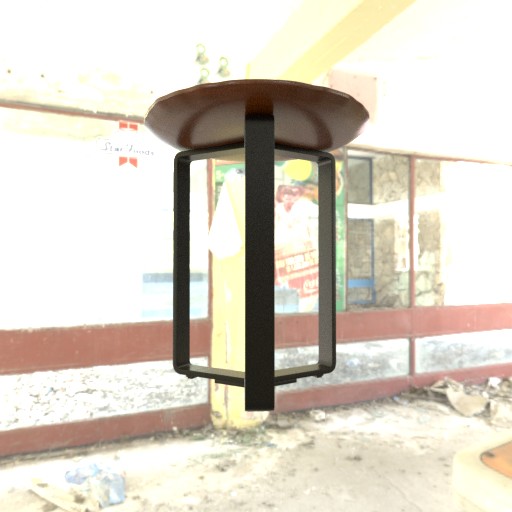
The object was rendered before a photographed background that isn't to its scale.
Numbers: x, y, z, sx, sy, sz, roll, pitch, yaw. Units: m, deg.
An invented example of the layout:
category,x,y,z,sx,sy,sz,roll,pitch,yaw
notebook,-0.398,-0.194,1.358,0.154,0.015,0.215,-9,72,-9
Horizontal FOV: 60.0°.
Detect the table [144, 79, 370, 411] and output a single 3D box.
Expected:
category,x,y,z,sx,sy,sz,roll,pitch,yaw
table,0.000,0.000,0.772,0.380,0.450,0.410,0,-1,-2
